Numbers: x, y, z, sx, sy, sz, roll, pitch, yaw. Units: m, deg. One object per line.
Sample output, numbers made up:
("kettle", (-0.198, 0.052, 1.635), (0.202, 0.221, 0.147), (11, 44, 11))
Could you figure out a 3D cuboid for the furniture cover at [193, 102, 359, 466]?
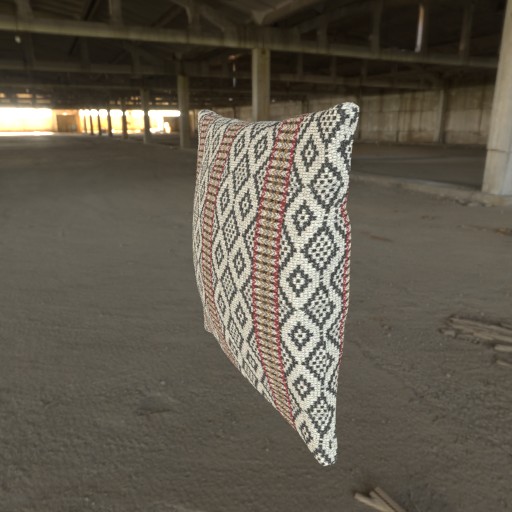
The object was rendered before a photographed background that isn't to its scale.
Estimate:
("furniture cover", (0.000, 0.000, 0.789), (0.182, 0.506, 0.503), (-8, 18, -25))
